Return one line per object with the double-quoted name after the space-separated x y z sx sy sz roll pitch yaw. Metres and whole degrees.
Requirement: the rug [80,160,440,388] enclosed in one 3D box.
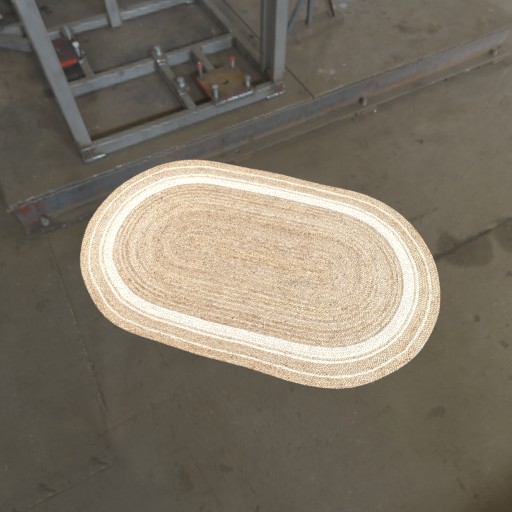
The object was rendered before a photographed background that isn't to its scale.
0.000 0.000 2.994 2.432 0.006 1.520 14 59 9 "rug"
